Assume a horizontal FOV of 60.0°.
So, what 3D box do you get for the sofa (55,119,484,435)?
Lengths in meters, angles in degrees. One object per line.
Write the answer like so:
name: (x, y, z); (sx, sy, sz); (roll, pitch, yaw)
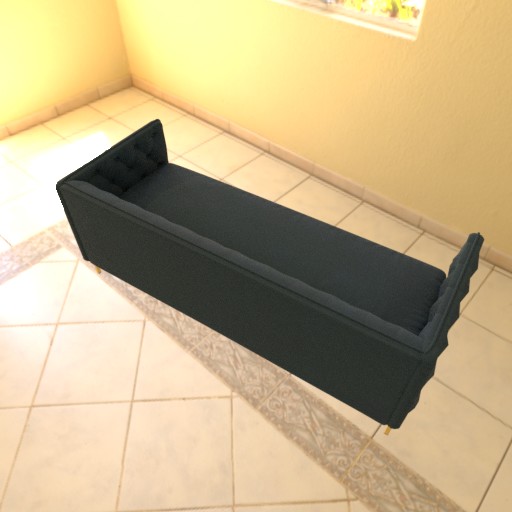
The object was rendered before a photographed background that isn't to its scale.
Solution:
sofa: (0.000, 0.000, 2.614); (2.209, 0.771, 0.895); (25, 51, 22)
